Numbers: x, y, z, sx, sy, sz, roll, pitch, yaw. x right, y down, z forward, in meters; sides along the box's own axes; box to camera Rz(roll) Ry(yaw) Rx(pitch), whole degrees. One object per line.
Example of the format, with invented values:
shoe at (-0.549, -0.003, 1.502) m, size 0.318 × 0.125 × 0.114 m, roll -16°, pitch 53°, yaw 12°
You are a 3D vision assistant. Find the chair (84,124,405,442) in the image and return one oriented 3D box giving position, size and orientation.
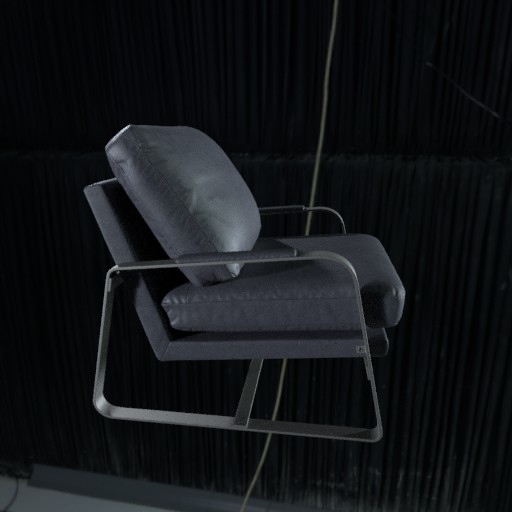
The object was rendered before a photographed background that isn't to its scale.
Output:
chair at (0.000, 0.000, 1.478) m, size 0.878 × 0.839 × 0.692 m, roll 2°, pitch 17°, yaw 7°
